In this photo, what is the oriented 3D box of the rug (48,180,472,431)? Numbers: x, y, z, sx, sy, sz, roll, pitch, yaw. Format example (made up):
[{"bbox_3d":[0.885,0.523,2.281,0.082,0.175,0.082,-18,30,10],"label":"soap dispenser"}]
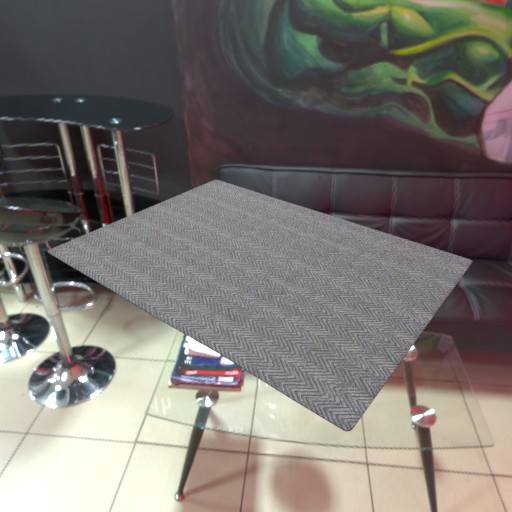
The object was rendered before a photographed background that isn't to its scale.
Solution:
[{"bbox_3d":[0.000,0.000,5.082,3.957,0.011,2.894,22,38,32],"label":"rug"}]
